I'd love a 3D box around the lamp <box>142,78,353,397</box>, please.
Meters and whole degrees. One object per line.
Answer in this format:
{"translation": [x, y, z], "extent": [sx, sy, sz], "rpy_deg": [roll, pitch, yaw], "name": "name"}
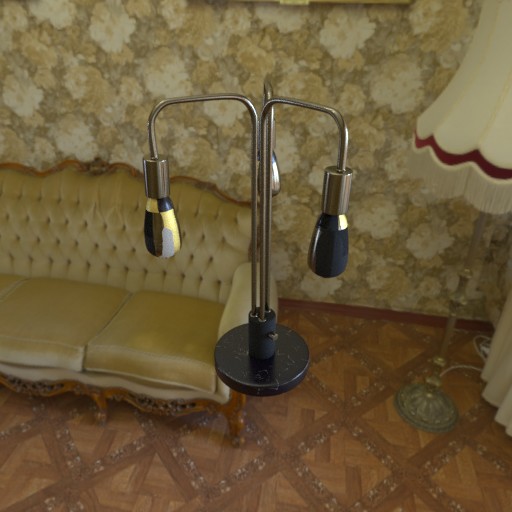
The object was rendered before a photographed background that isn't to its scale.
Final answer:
{"translation": [0.000, 0.000, 0.804], "extent": [0.355, 0.560, 0.368], "rpy_deg": [-21, 35, -32], "name": "lamp"}
